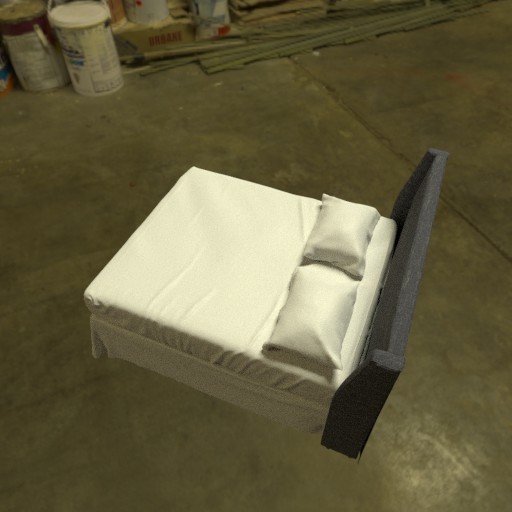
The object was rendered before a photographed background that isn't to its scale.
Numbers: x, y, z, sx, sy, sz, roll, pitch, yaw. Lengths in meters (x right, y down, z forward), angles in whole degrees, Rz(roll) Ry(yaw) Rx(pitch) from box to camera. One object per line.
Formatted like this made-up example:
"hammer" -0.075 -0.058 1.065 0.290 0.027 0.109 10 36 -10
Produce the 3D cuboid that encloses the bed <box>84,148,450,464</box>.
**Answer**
"bed" 0.000 0.000 3.385 2.276 1.332 1.925 17 50 15
